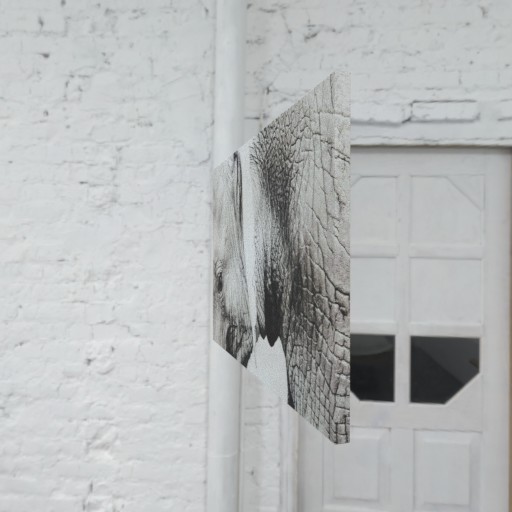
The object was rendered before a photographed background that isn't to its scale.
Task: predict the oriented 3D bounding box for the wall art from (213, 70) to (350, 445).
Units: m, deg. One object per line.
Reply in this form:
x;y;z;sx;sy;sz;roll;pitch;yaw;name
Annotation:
0.000;0.000;1.444;0.035;0.758;1.141;0;0;-18;wall art
